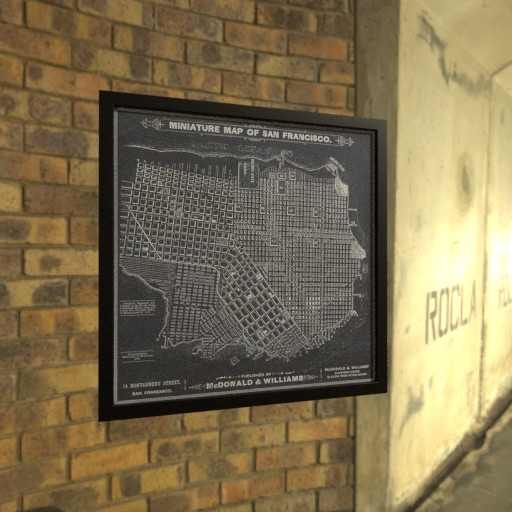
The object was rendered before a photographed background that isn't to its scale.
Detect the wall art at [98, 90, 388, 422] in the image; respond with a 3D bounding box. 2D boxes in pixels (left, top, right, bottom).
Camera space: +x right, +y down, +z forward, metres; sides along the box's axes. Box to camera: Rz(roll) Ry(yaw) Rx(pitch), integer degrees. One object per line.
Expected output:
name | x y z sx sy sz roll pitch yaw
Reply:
wall art | 0.000 0.000 0.683 0.457 0.458 0.012 0 0 -17
